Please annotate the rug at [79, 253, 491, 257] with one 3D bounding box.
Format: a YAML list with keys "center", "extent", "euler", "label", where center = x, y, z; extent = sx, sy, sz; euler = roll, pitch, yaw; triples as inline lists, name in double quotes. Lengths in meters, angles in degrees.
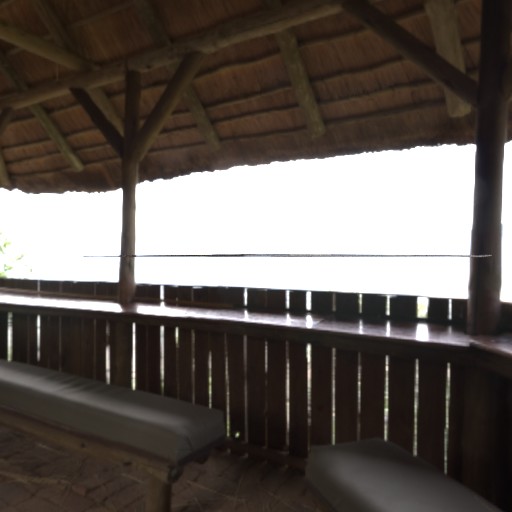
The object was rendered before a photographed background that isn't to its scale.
- center: [0.000, 0.000, 4.218]
  extent: [2.443, 0.024, 3.228]
  euler: [0, 0, -36]
  label: "rug"
